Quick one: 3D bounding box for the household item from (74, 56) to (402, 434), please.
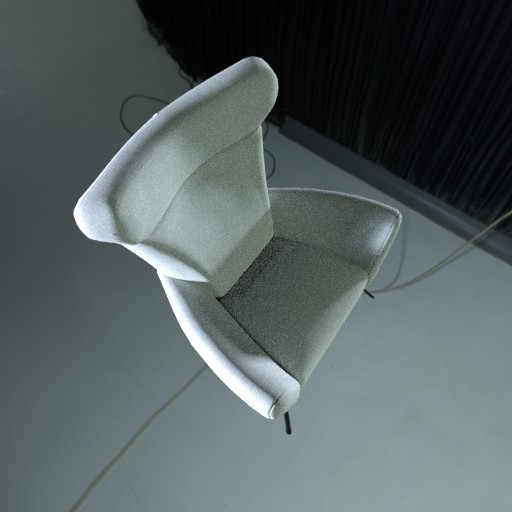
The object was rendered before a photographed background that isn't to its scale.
[{"bbox_3d":[0.000,0.000,1.768,0.900,1.050,0.980,30,62,18],"label":"household item"}]
